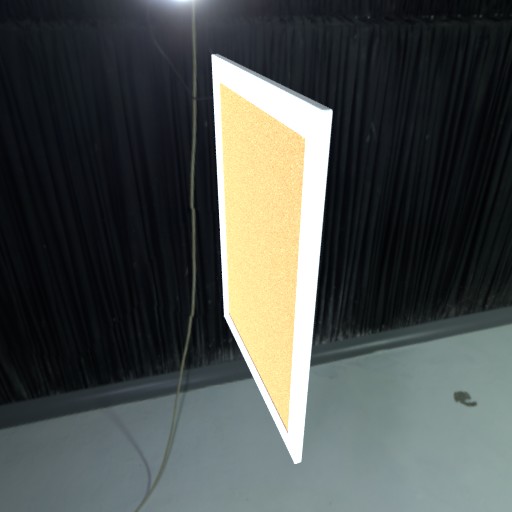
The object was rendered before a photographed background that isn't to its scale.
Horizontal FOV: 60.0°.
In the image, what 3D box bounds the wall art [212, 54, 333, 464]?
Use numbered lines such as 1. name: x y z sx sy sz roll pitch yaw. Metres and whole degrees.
1. wall art: 0.000 0.000 0.688 0.012 0.529 0.374 -11 34 -17
